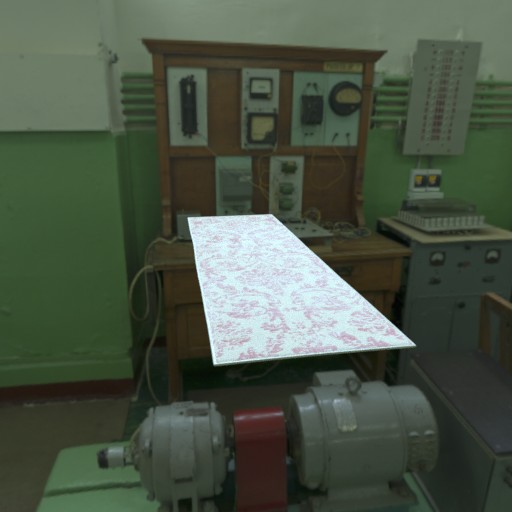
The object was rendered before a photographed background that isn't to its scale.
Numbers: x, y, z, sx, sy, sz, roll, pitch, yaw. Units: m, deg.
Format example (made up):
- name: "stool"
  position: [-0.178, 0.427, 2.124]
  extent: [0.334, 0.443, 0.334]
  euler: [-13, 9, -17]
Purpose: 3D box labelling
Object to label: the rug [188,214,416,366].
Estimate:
- name: "rug"
  position: [0.000, 0.000, 2.418]
  extent: [0.662, 0.011, 2.196]
  euler: [-3, 17, -10]
